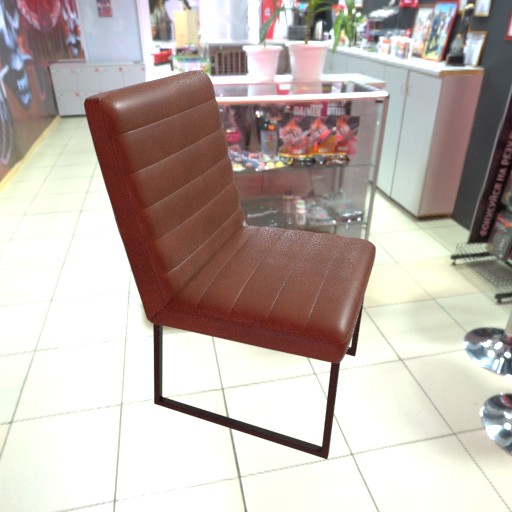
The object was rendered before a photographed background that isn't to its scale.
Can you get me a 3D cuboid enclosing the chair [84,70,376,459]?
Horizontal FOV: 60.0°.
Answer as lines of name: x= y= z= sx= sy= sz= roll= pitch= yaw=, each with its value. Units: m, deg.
chair: x=0.000 y=0.000 z=1.277 sx=0.634 sy=0.930 sz=0.520 roll=11 pitch=31 yaw=18
